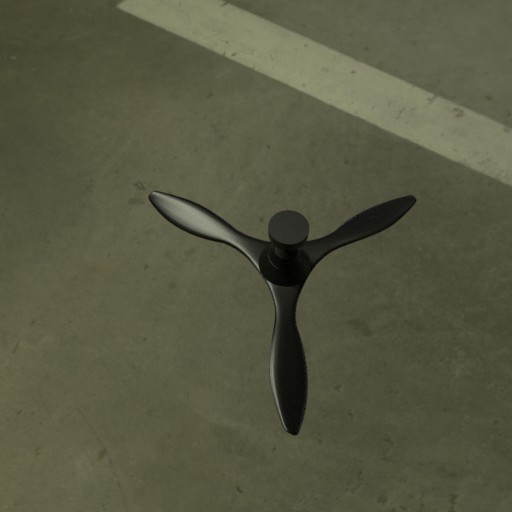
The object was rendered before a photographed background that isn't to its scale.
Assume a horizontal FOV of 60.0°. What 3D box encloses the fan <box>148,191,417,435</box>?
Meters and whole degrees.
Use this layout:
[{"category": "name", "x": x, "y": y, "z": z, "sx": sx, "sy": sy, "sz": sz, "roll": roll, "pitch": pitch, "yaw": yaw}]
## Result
[{"category": "fan", "x": 0.000, "y": 0.000, "z": 1.616, "sx": 1.067, "sy": 0.305, "sz": 1.067, "roll": 16, "pitch": 61, "yaw": 9}]
